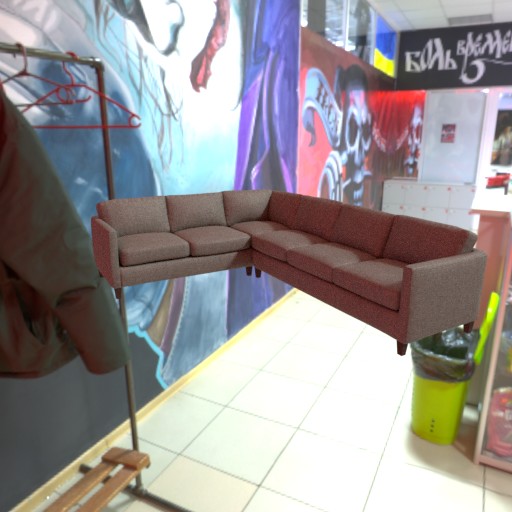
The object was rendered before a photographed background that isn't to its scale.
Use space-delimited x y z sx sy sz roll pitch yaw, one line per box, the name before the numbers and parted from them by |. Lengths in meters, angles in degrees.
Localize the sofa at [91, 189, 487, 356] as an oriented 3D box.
sofa | 0.000 0.000 4.429 2.593 0.947 3.302 -9 18 -29
